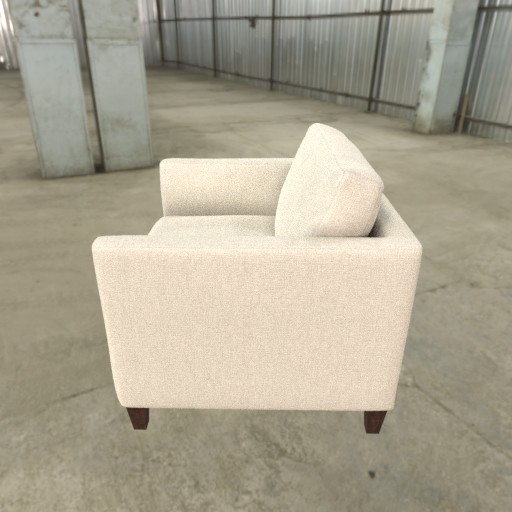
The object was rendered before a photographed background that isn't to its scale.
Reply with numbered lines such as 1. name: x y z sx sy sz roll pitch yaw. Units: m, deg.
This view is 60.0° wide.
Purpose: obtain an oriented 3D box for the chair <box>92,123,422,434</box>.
1. chair: 0.000 0.000 1.752 0.959 0.919 0.996 0 27 1
